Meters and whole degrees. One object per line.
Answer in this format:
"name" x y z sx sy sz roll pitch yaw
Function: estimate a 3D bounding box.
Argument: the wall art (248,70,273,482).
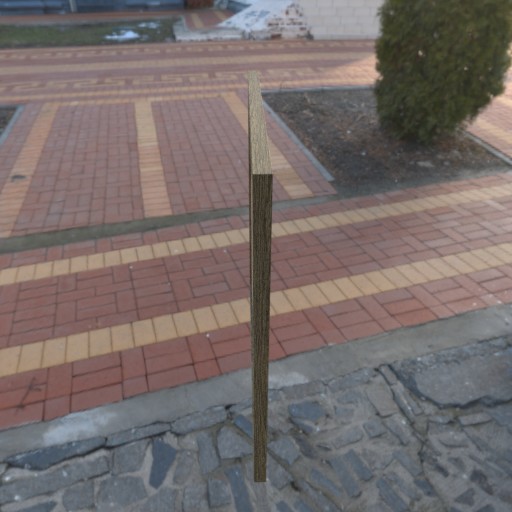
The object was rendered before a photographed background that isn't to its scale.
"wall art" 0.000 0.000 0.763 0.019 0.508 0.508 -1 33 -1
